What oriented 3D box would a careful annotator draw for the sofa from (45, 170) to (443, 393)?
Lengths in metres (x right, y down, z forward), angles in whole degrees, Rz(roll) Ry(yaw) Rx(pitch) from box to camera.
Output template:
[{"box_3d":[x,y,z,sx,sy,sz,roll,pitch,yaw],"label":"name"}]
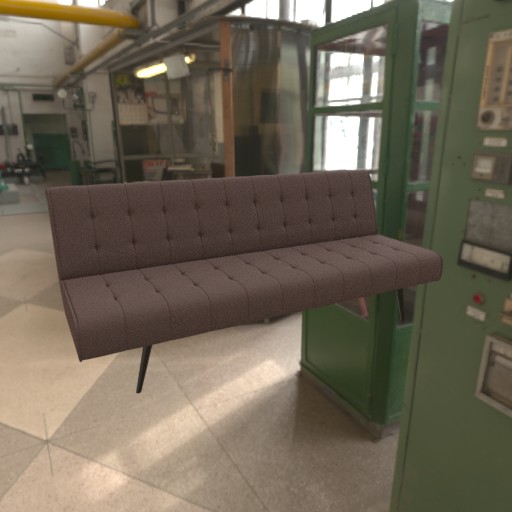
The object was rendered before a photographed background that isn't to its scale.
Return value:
[{"box_3d":[0.000,0.000,2.098,1.703,0.699,0.747,-9,18,-27],"label":"sofa"}]
